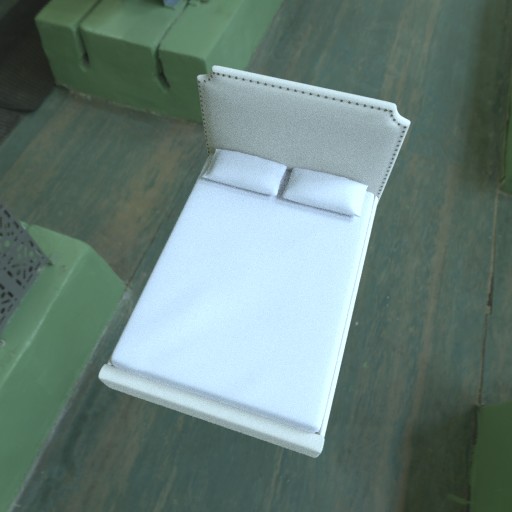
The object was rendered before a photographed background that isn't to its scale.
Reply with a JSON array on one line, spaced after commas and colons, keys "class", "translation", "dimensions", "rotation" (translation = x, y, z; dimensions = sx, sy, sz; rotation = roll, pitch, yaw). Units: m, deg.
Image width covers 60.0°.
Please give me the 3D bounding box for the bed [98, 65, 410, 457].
[{"class": "bed", "translation": [0.000, 0.000, 3.431], "dimensions": [1.712, 1.443, 2.372], "rotation": [15, 62, 9]}]
